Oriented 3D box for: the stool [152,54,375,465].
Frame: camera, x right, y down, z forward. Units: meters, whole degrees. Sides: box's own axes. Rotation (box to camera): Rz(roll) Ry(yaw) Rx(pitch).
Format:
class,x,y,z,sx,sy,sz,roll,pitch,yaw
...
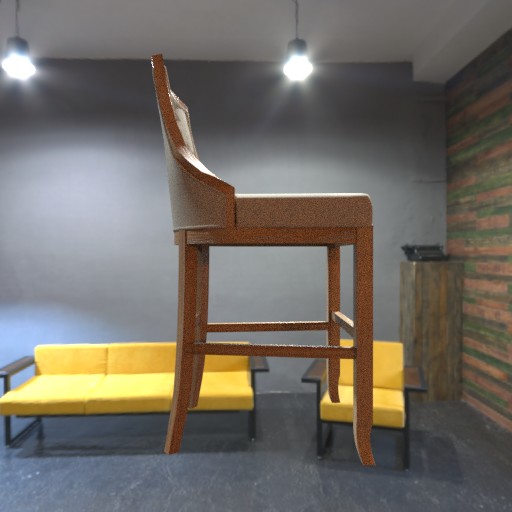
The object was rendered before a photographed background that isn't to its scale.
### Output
class,x,y,z,sx,sy,sz,roll,pitch,yaw
stool,0.000,0.000,1.420,0.626,1.101,0.524,0,0,0
